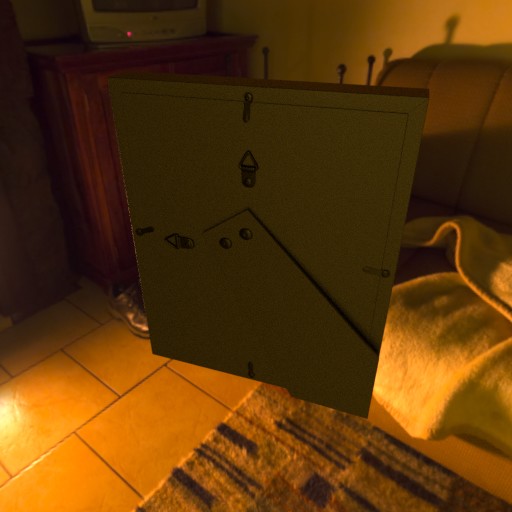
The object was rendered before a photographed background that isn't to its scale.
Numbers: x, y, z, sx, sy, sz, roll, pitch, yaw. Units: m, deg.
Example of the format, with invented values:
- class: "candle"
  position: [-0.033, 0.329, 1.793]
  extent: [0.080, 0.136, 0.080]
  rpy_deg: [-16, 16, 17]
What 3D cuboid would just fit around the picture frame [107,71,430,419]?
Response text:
- class: "picture frame"
  position: [0.000, 0.000, 0.386]
  extent: [0.232, 0.284, 0.042]
  rpy_deg: [10, 32, 16]
